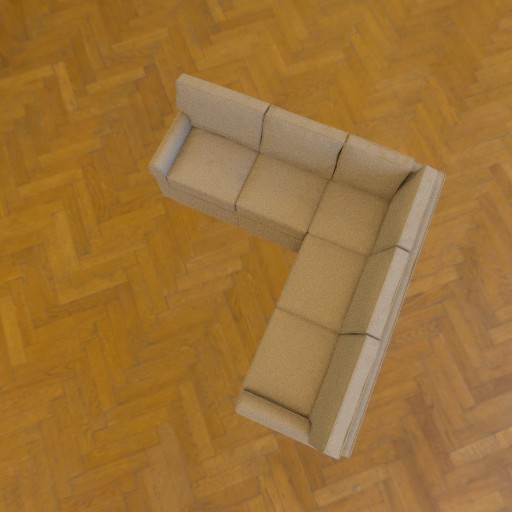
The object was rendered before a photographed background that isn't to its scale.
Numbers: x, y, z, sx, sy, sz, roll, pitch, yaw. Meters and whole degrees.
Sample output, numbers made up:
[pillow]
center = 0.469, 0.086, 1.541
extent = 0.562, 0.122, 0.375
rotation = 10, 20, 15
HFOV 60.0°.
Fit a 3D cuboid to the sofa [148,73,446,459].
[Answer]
[sofa]
center = 0.000, 0.000, 4.247
extent = 2.730, 1.124, 2.733
rotation = 23, 75, 6
